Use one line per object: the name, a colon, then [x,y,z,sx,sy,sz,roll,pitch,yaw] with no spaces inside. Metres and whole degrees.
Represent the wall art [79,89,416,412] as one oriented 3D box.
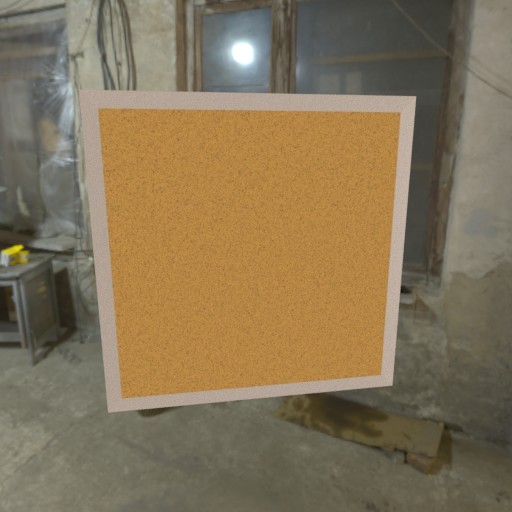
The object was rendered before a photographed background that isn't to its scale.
wall art: [0.000,0.000,1.874,1.289,1.291,0.098,-2,14,-9]
